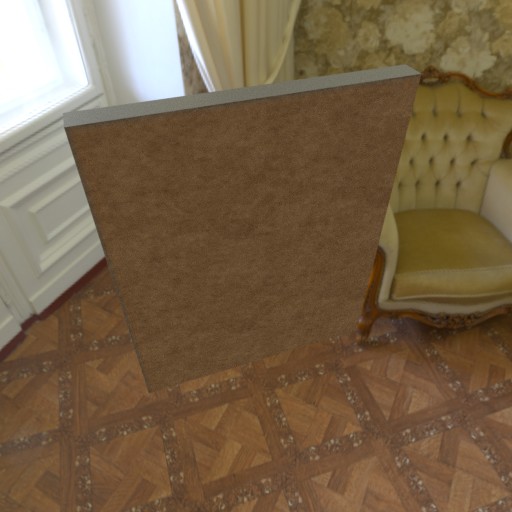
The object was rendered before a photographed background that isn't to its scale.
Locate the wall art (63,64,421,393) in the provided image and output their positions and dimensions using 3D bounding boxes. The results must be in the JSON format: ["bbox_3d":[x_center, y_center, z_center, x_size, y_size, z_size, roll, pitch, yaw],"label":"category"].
[{"bbox_3d":[0.000,0.000,0.735,0.453,0.554,0.037,-14,45,-14],"label":"wall art"}]
